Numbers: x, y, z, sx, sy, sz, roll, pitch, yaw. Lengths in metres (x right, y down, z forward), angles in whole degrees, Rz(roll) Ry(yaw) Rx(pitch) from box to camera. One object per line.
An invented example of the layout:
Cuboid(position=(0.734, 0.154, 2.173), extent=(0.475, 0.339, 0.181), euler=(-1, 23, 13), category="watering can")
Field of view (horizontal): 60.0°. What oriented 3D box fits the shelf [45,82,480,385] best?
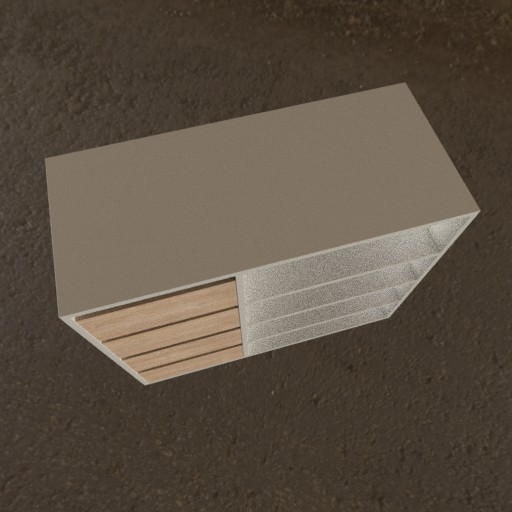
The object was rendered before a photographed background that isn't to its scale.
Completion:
Cuboid(position=(0.000, 0.000, 1.314), extent=(0.895, 0.732, 0.396), euler=(-14, 65, -7), category="shelf")
